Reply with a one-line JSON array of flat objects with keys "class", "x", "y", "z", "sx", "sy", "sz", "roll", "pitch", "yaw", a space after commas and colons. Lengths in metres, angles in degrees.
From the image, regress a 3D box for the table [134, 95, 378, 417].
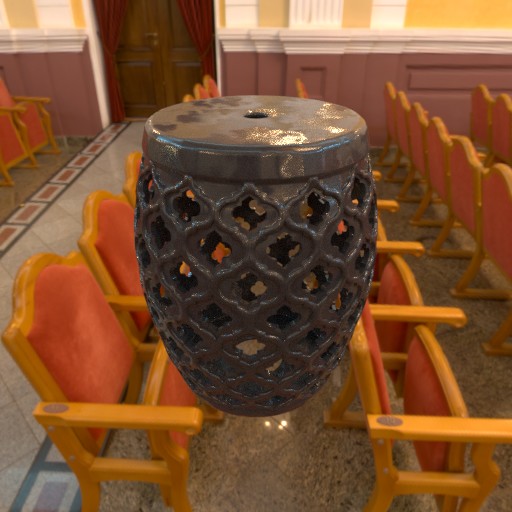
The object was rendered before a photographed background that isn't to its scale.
[{"class": "table", "x": 0.000, "y": 0.000, "z": 0.626, "sx": 0.325, "sy": 0.388, "sz": 0.325, "roll": 0, "pitch": 31, "yaw": 0}]
